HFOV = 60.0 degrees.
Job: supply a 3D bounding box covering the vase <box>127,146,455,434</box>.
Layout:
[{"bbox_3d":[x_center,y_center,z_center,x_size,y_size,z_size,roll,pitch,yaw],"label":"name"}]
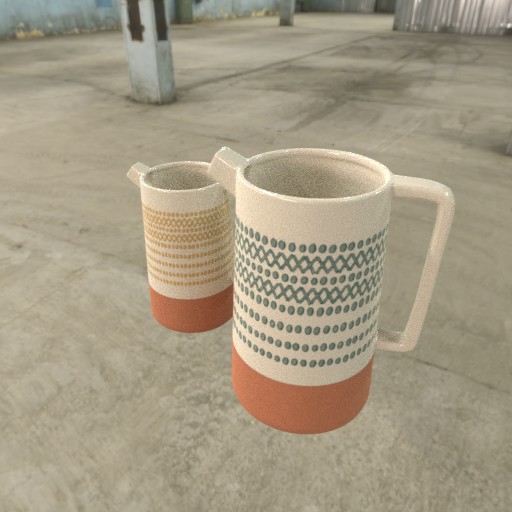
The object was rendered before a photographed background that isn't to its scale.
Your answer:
[{"bbox_3d":[0.000,0.000,0.462,0.168,0.247,0.326,-18,35,-28],"label":"vase"}]
